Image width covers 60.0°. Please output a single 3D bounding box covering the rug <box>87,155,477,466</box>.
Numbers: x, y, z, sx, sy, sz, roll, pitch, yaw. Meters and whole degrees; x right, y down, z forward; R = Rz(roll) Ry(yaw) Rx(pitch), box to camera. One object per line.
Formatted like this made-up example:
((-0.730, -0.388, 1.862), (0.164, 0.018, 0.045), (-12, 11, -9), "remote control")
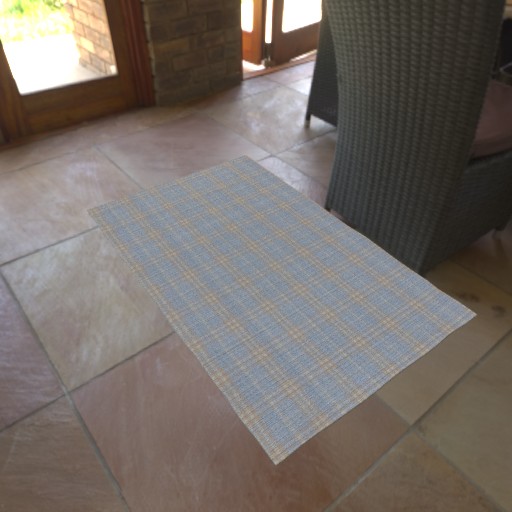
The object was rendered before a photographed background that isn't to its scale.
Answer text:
((0.000, 0.000, 3.090), (1.545, 0.016, 2.460), (-25, 47, -26), "rug")
